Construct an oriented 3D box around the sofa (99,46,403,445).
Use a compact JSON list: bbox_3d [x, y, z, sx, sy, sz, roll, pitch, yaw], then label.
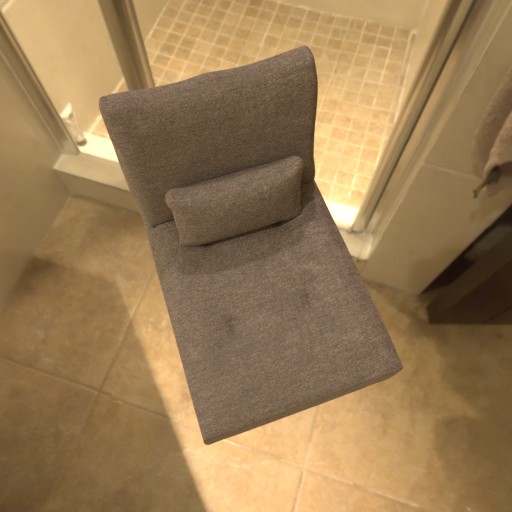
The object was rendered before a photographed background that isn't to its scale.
[{"bbox_3d":[0.000,0.000,1.516,0.700,0.820,1.000,-17,66,-8],"label":"sofa"}]
